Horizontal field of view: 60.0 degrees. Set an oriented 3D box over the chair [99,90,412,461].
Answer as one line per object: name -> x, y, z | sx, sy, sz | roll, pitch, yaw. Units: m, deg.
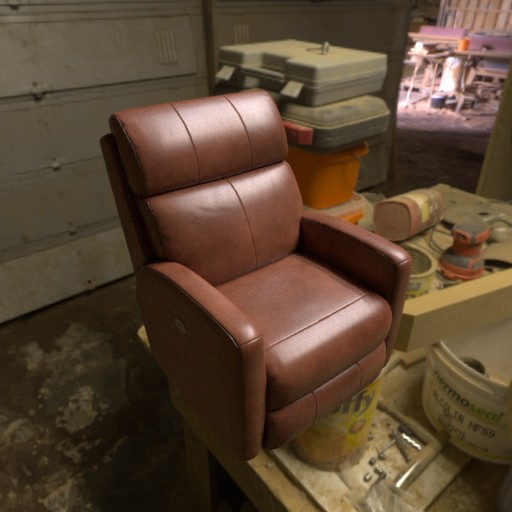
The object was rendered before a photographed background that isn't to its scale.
chair -> 0.000, 0.000, 1.666 | 0.787, 1.016, 0.939 | -22, 37, -32
